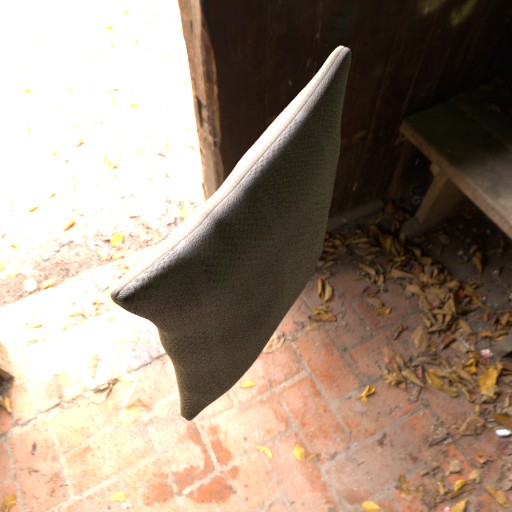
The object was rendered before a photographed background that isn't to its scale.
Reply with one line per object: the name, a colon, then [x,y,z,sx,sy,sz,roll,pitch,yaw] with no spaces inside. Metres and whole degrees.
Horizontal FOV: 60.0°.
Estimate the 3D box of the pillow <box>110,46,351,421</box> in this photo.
pillow: [0.000,0.000,0.652,0.138,0.432,0.436,29,62,17]
